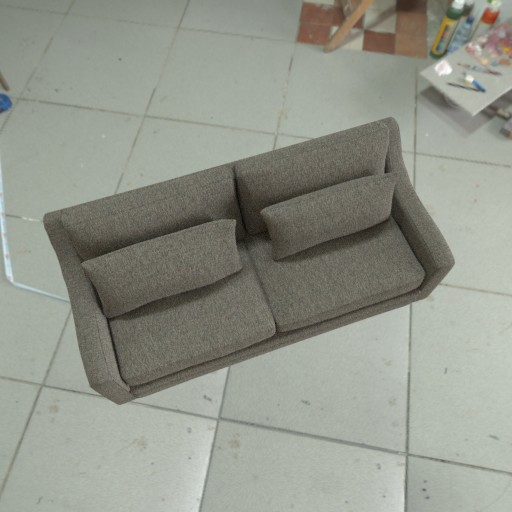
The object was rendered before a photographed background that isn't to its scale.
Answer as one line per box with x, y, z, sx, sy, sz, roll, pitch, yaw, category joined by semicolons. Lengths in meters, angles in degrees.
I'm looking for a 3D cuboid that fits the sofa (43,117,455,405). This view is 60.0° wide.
0.000;0.000;2.965;2.418;0.998;1.103;-17;65;-8;sofa
